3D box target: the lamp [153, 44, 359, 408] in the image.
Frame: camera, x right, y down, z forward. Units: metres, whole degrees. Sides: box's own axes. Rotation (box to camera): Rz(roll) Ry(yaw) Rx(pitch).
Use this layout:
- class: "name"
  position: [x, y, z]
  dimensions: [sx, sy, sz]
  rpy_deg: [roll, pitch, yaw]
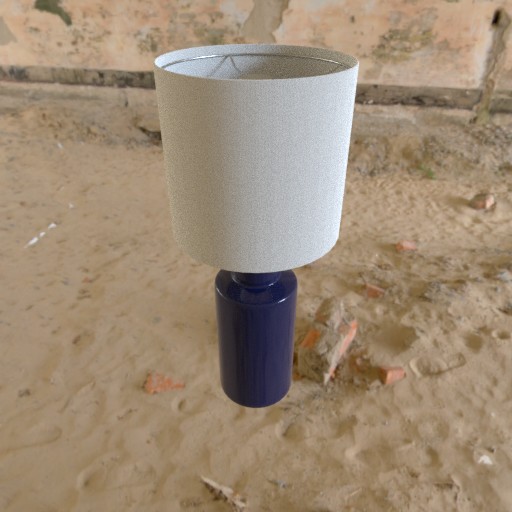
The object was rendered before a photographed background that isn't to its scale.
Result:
- class: "lamp"
  position: [0.000, 0.000, 0.598]
  dimensions: [0.212, 0.493, 0.212]
  rpy_deg: [-10, 35, -15]
